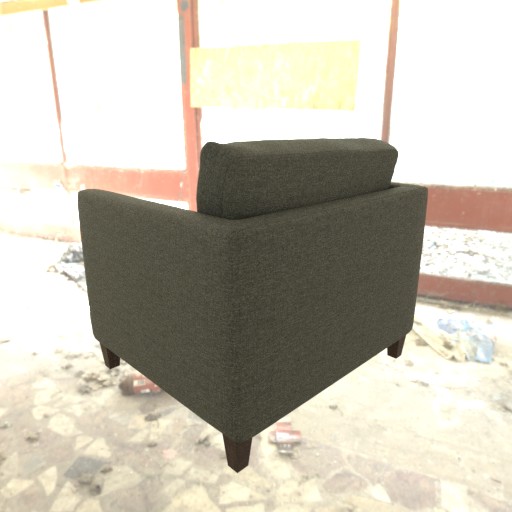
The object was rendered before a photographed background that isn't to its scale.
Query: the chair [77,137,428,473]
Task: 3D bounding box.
[{"bbox_3d":[0.000,0.000,1.834,1.107,0.963,0.959,-16,23,-42],"label":"chair"}]
